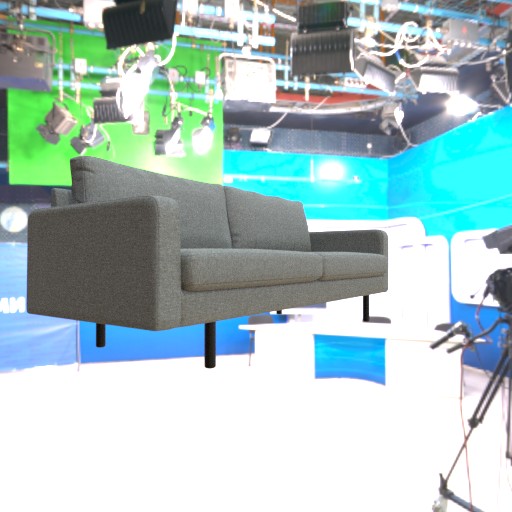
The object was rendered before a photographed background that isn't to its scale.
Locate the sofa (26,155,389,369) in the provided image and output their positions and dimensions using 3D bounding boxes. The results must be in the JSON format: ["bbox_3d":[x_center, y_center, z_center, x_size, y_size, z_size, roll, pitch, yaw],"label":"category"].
[{"bbox_3d":[0.000,0.000,2.557,0.880,0.880,2.200,0,-1,36],"label":"sofa"}]
